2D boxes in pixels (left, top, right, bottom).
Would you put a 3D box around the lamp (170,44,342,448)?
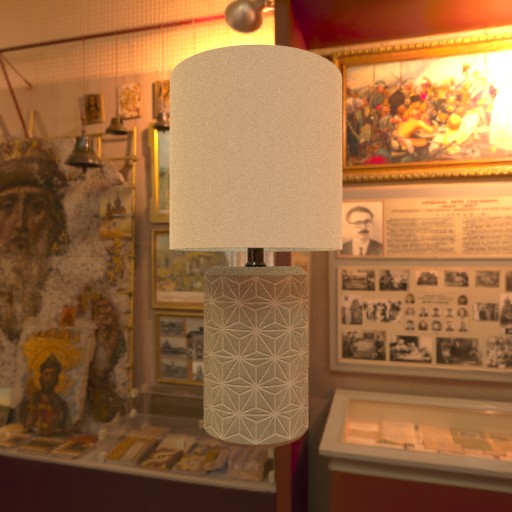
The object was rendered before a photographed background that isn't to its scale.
[{"bbox_3d":[0.000,0.000,0.538,0.206,0.416,0.206,0,-1,18],"label":"lamp"}]
